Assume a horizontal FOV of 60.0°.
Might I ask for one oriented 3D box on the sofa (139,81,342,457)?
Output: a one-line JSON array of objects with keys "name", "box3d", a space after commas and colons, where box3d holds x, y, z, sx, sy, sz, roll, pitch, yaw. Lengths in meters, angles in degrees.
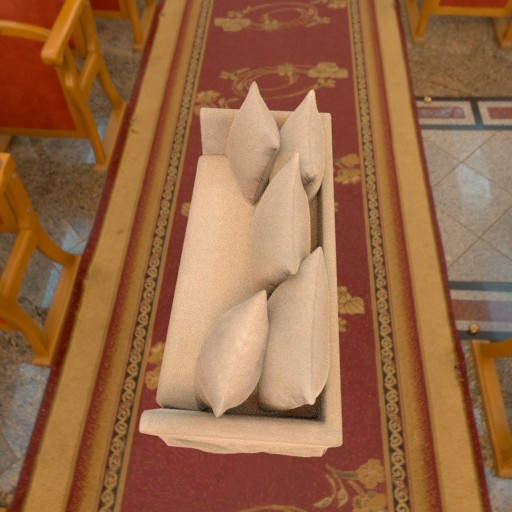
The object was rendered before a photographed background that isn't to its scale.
[{"name": "sofa", "box3d": [0.000, 0.000, 2.864, 1.031, 1.034, 2.290, 3, 58, 2]}]
